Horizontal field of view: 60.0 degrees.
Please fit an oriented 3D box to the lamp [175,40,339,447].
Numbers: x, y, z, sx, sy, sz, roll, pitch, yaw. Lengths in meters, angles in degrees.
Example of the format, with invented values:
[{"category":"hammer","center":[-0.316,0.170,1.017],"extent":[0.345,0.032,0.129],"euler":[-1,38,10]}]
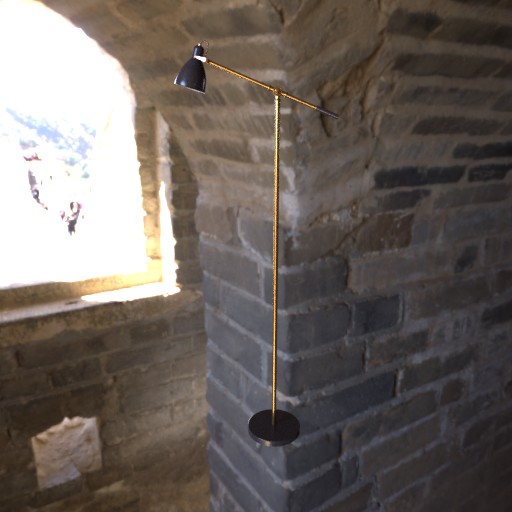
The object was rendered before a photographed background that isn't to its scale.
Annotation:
[{"category":"lamp","center":[0.000,0.000,1.817],"extent":[0.618,1.628,0.235],"euler":[2,15,7]}]
